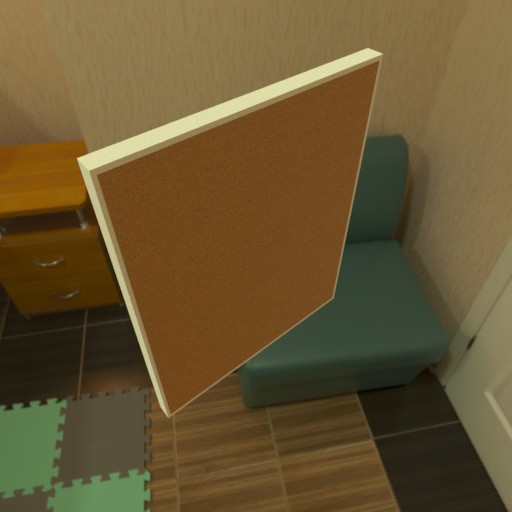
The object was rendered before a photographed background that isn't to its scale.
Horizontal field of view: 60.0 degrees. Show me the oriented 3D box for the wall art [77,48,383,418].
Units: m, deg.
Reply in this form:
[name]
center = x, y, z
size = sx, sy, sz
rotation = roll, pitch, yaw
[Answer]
[wall art]
center = 0.000, 0.000, 0.730
size = 0.443, 0.549, 0.030
rotation = -31, 53, -27
